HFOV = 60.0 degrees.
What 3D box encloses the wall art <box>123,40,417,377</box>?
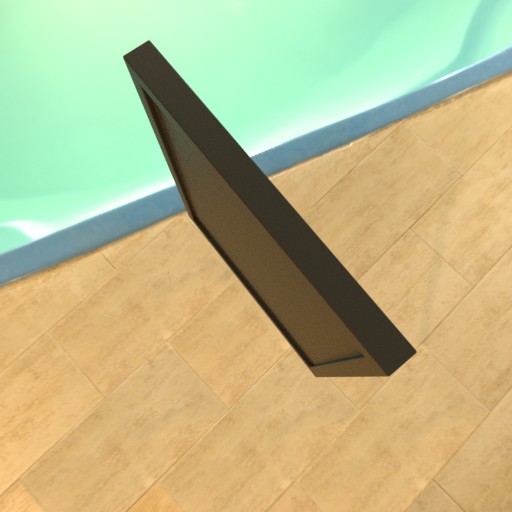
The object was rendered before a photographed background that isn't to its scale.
[{"bbox_3d":[0.000,0.000,0.521,0.028,0.381,0.328,-37,78,-9],"label":"wall art"}]
